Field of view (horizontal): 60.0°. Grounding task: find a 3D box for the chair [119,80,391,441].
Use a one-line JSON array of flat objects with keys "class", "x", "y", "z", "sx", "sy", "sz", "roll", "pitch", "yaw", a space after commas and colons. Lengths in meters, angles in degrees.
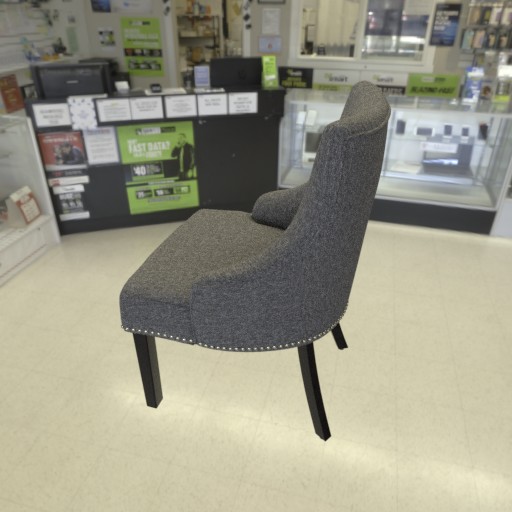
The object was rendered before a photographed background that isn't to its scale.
[{"class": "chair", "x": 0.000, "y": 0.000, "z": 1.284, "sx": 0.629, "sy": 0.909, "sz": 0.566, "roll": 9, "pitch": 32, "yaw": 15}]
